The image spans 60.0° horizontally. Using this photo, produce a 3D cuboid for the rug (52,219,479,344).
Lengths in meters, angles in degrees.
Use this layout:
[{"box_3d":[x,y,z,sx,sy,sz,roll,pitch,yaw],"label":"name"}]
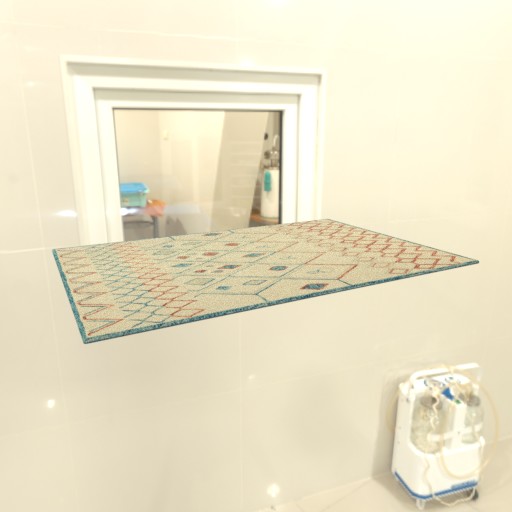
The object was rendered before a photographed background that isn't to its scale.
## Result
[{"box_3d":[0.000,0.000,2.269,1.829,0.016,1.219,-8,18,-27],"label":"rug"}]
